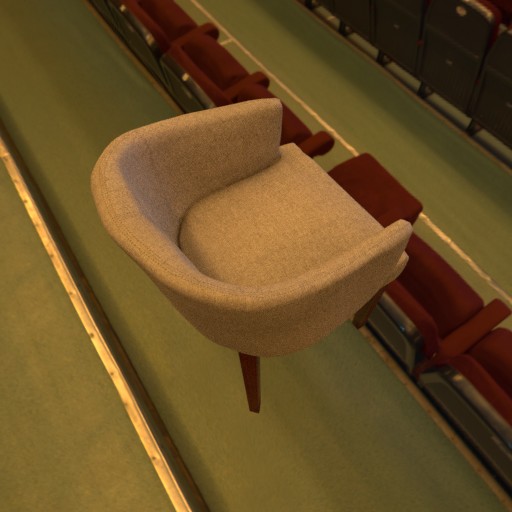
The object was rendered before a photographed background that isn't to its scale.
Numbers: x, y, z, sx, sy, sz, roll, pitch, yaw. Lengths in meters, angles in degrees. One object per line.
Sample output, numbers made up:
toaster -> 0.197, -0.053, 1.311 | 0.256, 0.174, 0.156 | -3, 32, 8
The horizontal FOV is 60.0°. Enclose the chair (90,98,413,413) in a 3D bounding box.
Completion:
chair -> 0.000, 0.000, 1.226 | 0.655, 0.811, 0.583 | -30, 63, -17
